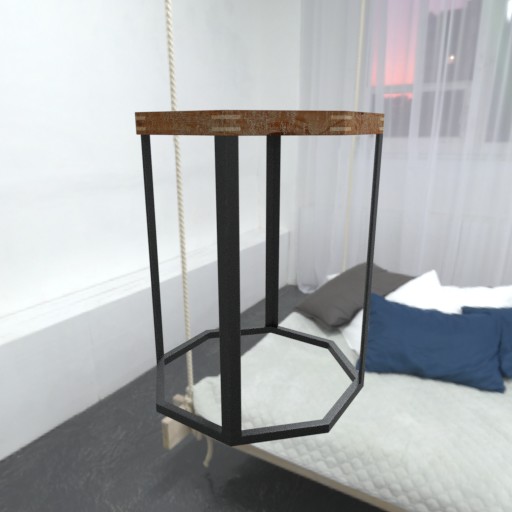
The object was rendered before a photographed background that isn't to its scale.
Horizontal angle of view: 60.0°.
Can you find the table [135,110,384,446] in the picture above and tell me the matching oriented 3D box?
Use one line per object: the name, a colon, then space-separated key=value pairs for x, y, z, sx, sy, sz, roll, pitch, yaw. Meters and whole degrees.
table: x=0.000 y=0.000 z=0.892 sx=0.458 sy=0.543 sz=0.458 roll=3 pitch=17 yaw=10
